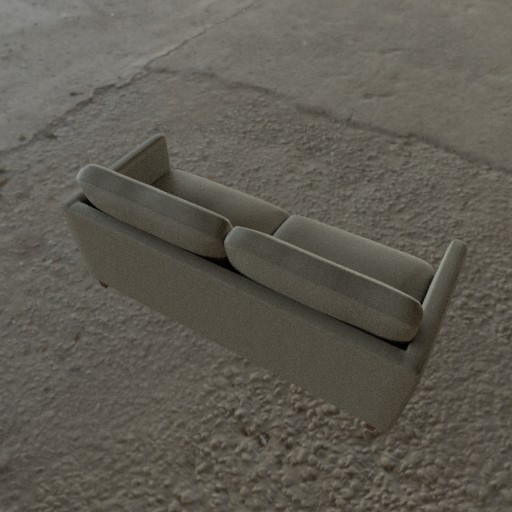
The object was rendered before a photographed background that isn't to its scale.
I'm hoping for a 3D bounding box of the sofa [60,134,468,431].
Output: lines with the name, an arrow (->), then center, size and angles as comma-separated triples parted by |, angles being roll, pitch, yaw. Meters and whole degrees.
sofa -> 0.000, 0.000, 2.728 | 2.208, 0.960, 0.956 | 23, 51, 20
